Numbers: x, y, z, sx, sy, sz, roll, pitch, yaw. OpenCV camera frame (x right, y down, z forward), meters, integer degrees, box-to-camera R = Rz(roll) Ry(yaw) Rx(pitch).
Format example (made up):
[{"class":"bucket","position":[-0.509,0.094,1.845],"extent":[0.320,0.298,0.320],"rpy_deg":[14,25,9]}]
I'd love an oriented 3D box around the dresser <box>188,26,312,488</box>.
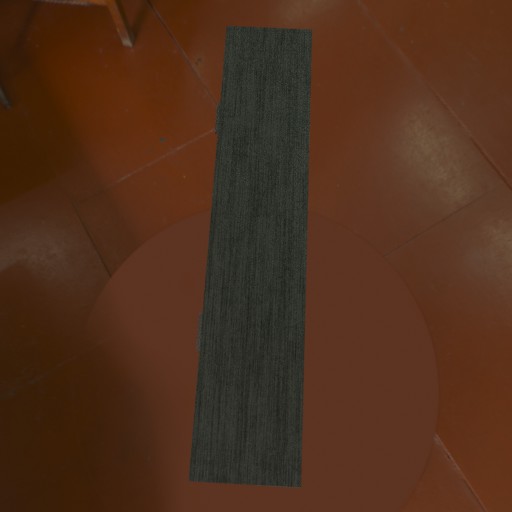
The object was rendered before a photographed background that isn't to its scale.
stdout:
[{"class":"dresser","position":[0.000,0.000,1.820],"extent":[0.333,0.790,1.535],"rpy_deg":[3,75,1]}]
